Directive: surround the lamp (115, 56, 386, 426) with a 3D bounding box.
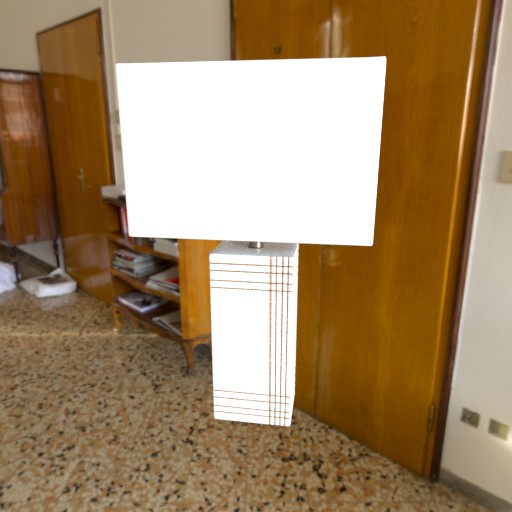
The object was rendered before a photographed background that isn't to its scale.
[{"bbox_3d":[0.000,0.000,0.695,0.334,0.543,0.182,3,16,9],"label":"lamp"}]
